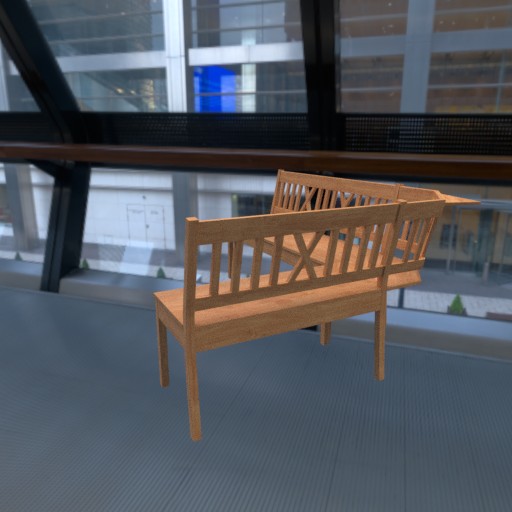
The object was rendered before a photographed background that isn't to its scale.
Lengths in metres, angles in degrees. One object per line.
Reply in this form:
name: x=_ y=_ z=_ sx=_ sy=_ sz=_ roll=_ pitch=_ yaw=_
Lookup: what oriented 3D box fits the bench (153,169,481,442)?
bench: x=0.000 y=0.000 z=2.774 sx=1.537 sy=0.902 sz=1.937 roll=-8 pitch=17 yaw=-27
